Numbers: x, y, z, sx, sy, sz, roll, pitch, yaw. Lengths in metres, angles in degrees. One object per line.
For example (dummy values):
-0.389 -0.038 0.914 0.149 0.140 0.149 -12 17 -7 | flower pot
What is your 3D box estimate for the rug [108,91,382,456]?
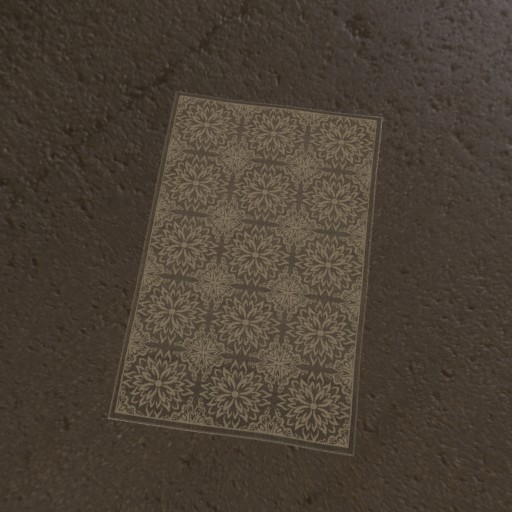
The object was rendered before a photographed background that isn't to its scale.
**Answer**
0.000 0.000 3.550 1.819 0.018 2.746 8 77 2 | rug
